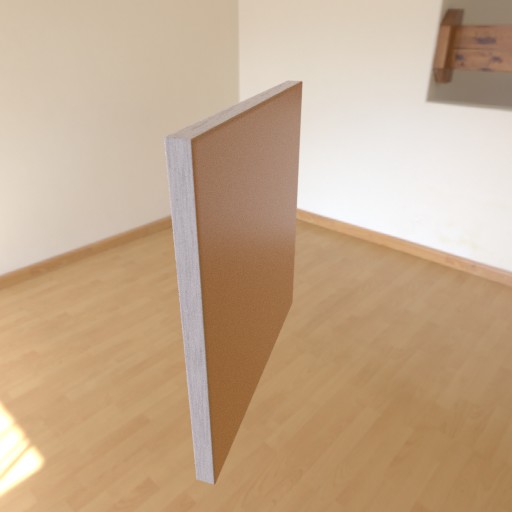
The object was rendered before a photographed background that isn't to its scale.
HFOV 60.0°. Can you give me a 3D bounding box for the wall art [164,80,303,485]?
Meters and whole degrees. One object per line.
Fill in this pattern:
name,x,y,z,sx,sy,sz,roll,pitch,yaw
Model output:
wall art,0.000,0.000,1.918,0.078,1.288,1.287,8,29,15
